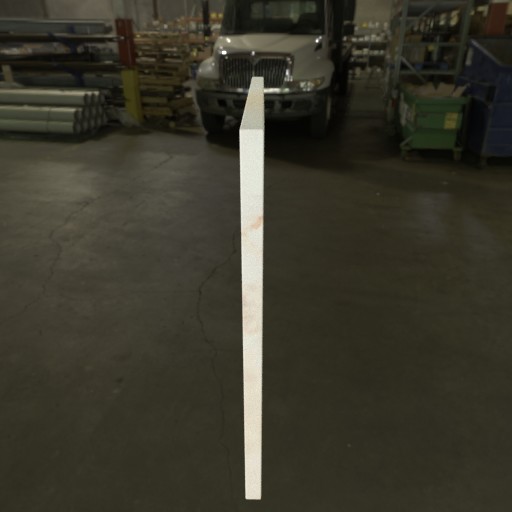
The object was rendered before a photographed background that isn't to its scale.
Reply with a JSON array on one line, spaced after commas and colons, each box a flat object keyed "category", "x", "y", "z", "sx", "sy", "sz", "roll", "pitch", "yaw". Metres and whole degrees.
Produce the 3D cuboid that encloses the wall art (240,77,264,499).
[{"category": "wall art", "x": 0.000, "y": 0.000, "z": 1.283, "sx": 0.038, "sy": 0.889, "sz": 0.889, "roll": 0, "pitch": 27, "yaw": 1}]
